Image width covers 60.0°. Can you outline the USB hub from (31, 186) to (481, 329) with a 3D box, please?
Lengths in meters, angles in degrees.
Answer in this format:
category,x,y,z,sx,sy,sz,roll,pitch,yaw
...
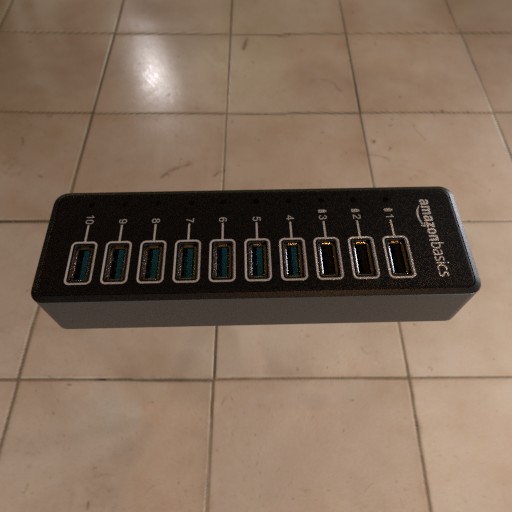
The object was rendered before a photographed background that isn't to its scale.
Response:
category,x,y,z,sx,sy,sz,roll,pitch,yaw
USB hub,0.000,0.000,0.161,0.145,0.023,0.044,-1,59,-1
